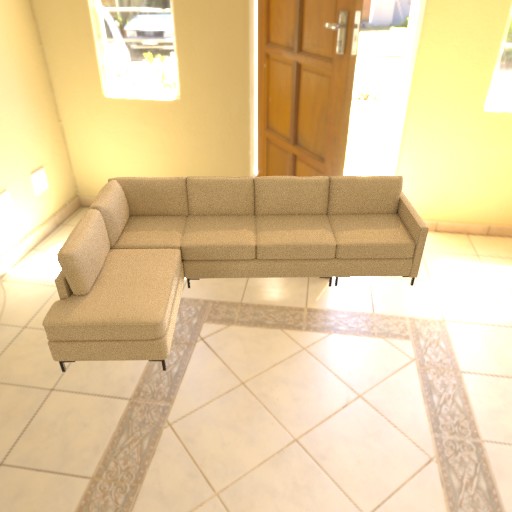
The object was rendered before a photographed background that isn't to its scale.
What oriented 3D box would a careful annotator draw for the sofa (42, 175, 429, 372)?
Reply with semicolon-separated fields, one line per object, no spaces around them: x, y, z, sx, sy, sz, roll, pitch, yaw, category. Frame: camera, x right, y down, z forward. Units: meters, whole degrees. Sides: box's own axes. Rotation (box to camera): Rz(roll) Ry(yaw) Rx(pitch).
0.000;0.000;4.322;3.384;0.996;2.048;-1;33;-1;sofa
